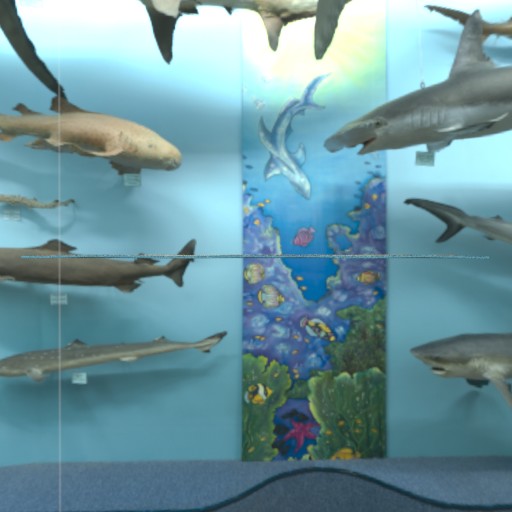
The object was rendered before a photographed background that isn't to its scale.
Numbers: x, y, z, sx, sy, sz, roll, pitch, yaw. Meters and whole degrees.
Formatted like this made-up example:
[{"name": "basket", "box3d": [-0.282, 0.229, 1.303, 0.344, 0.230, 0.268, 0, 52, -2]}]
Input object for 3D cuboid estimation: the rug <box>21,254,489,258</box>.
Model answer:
[{"name": "rug", "box3d": [0.000, 0.000, 2.323, 1.847, 0.014, 1.195, 0, 0, 1]}]
